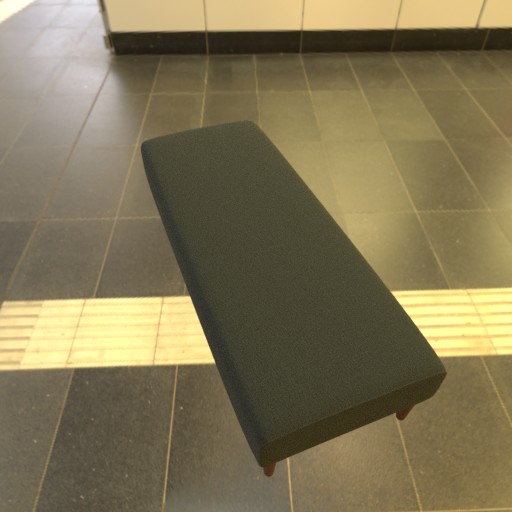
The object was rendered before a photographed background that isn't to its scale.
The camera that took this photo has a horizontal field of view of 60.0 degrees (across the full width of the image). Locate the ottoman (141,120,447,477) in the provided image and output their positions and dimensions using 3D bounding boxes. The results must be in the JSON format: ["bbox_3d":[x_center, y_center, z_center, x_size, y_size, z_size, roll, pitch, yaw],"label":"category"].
[{"bbox_3d":[0.000,0.000,1.869,0.646,0.393,1.609,-16,48,-15],"label":"ottoman"}]
